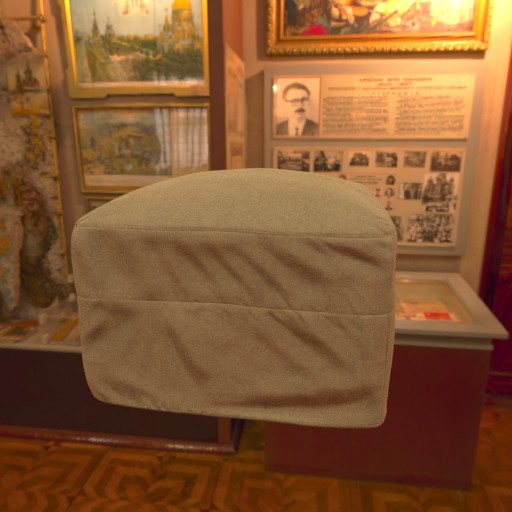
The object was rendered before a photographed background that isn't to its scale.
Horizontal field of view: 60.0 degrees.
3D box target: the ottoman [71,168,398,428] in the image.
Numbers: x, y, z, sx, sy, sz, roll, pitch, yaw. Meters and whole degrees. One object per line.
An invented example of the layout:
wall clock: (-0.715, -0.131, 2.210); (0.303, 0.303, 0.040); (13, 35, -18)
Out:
ottoman: (0.000, 0.000, 1.253); (0.683, 0.481, 0.837); (2, 15, 9)
